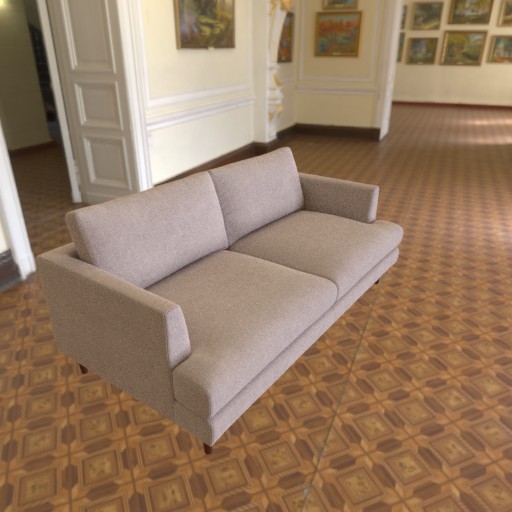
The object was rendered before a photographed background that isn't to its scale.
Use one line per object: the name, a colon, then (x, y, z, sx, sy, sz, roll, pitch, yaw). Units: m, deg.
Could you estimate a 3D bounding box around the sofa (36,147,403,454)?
sofa: (0.000, 0.000, 2.477, 1.020, 0.868, 1.948, 17, 30, 32)
